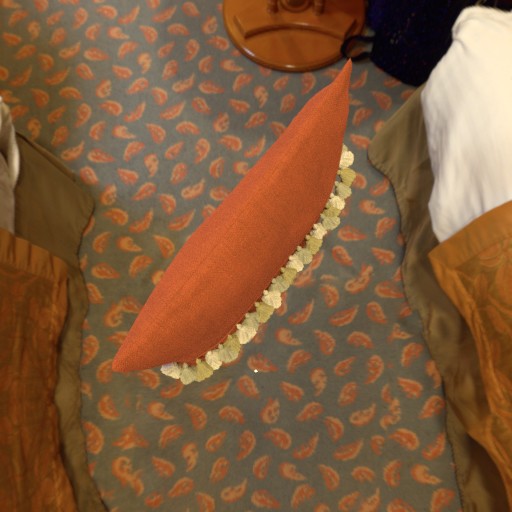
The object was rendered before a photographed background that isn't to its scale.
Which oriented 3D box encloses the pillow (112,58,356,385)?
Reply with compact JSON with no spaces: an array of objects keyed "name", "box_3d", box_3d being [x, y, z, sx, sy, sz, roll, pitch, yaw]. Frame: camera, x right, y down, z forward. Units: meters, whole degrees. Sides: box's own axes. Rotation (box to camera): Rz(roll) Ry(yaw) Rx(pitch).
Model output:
[{"name":"pillow","box_3d":[0.000,0.000,0.738,0.165,0.482,0.490,35,78,8]}]
